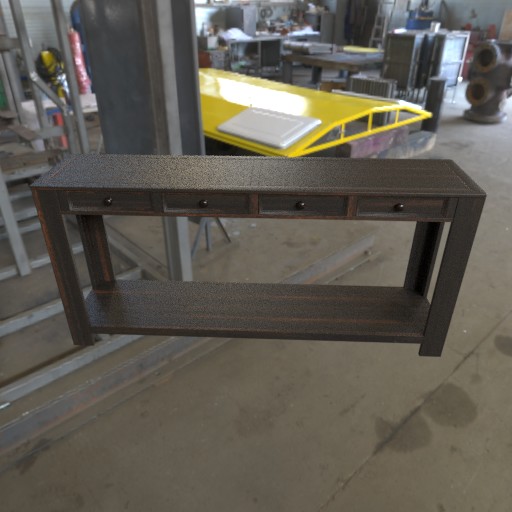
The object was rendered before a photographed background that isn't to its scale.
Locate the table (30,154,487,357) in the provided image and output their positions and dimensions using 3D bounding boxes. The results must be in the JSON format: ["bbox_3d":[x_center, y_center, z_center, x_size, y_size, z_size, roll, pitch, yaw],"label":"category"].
[{"bbox_3d":[0.000,0.000,1.924,1.631,0.762,0.384,1,31,2],"label":"table"}]
